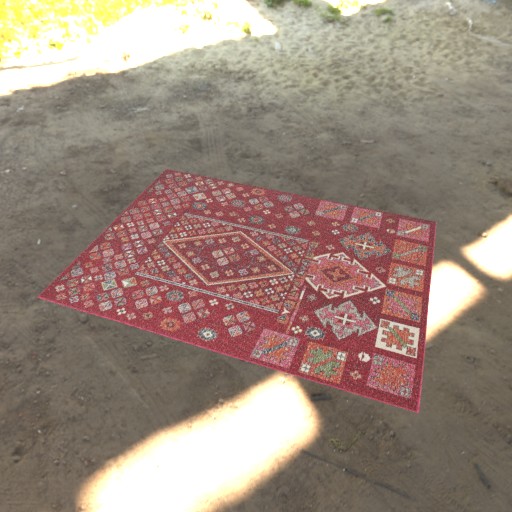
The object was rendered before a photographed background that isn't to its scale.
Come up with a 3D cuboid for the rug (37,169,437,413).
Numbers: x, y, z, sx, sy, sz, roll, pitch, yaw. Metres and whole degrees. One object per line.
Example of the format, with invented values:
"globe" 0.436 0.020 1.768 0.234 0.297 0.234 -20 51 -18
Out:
"rug" 0.000 0.000 4.391 3.306 0.011 2.389 13 43 15
